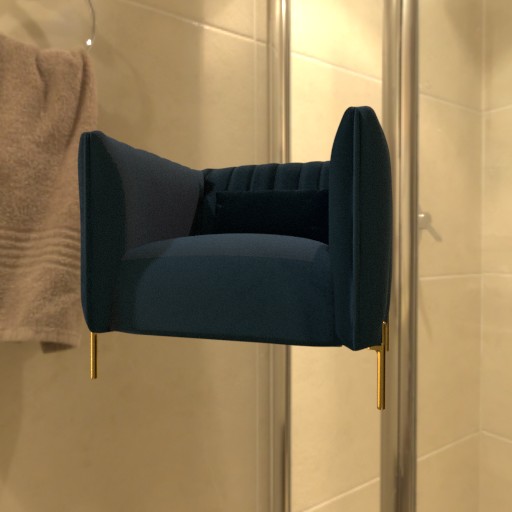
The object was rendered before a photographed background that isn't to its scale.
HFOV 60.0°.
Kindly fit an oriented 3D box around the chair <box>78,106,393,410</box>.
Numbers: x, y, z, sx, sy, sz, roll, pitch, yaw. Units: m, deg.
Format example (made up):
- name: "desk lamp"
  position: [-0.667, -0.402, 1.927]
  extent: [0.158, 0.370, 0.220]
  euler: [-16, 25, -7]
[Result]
- name: "chair"
  position: [0.000, 0.000, 1.612]
  extent: [0.947, 0.793, 0.877]
  euler: [0, 1, 17]
